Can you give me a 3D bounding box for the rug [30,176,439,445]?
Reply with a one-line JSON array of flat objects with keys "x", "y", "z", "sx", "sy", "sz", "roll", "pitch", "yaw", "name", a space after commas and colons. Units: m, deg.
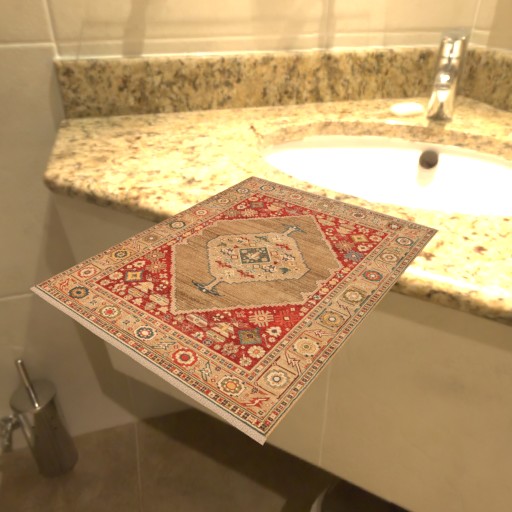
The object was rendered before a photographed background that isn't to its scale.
[{"x": 0.000, "y": 0.000, "z": 4.182, "sx": 2.451, "sy": 0.008, "sz": 3.143, "roll": 22, "pitch": 38, "yaw": 30, "name": "rug"}]
